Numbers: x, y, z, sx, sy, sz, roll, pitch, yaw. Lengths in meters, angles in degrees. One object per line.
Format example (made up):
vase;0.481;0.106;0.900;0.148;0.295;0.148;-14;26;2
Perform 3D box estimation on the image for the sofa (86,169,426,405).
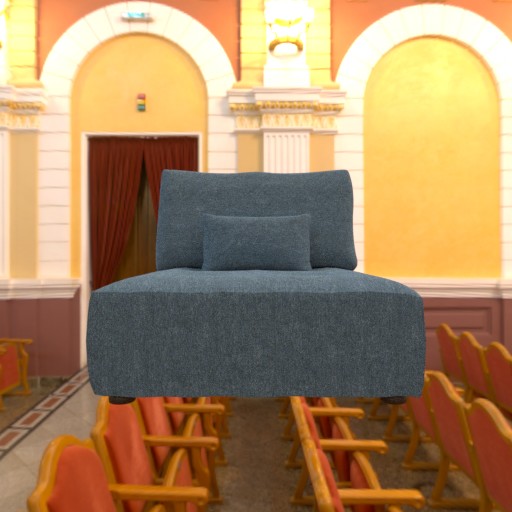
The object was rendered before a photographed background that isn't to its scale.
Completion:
sofa;0.000;0.000;1.702;0.930;0.820;1.000;0;1;0
